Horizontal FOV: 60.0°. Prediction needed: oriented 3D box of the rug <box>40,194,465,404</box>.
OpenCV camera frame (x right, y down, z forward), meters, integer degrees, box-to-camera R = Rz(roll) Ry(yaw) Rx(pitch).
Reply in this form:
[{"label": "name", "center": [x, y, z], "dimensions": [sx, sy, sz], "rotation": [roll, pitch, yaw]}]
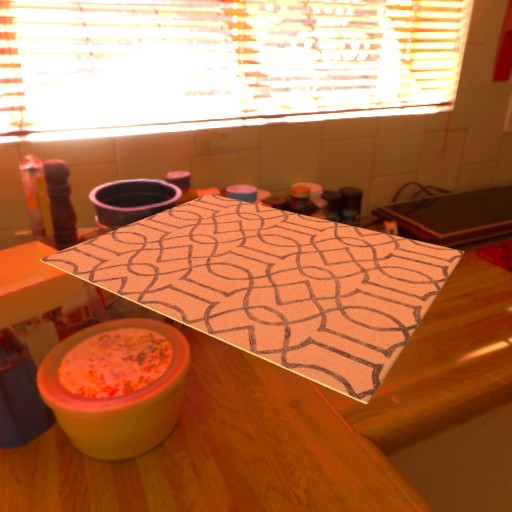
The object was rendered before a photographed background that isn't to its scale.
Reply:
[{"label": "rug", "center": [0.000, 0.000, 3.800], "dimensions": [2.910, 0.021, 2.211], "rotation": [17, 30, 31]}]
